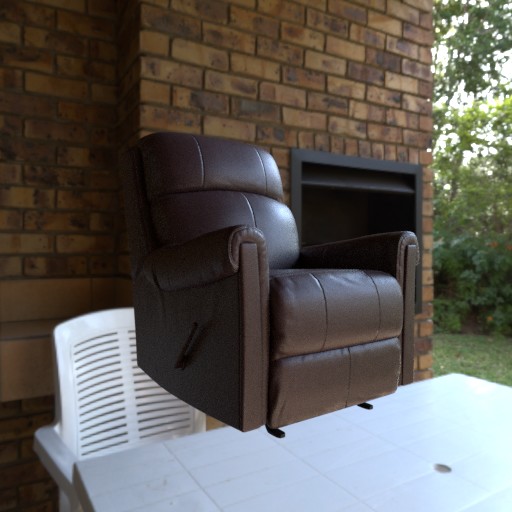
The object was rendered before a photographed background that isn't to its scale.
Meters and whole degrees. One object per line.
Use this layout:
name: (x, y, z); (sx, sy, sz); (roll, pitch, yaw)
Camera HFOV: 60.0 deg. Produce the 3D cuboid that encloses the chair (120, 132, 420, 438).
chair: (0.000, 0.000, 1.750); (0.838, 1.054, 1.014); (-1, 1, -36)
